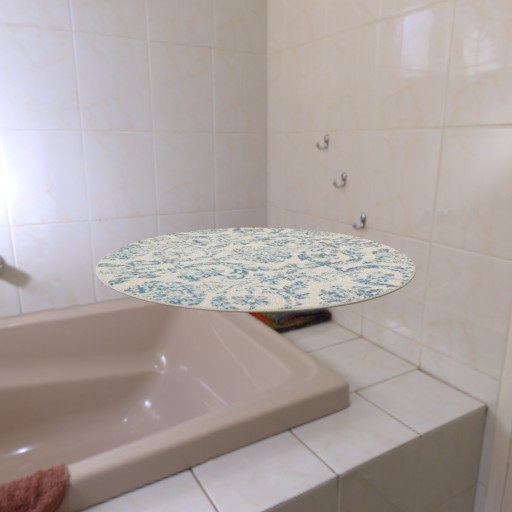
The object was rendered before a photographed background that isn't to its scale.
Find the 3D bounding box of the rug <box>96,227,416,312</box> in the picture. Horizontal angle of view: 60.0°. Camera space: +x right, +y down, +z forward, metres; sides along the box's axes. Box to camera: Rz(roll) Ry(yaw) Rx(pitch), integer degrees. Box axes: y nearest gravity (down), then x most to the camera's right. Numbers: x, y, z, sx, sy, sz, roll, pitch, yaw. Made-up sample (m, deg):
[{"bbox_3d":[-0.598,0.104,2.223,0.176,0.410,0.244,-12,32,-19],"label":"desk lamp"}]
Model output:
[{"bbox_3d":[0.000,0.000,2.335,1.593,0.012,1.593,0,14,0],"label":"rug"}]
